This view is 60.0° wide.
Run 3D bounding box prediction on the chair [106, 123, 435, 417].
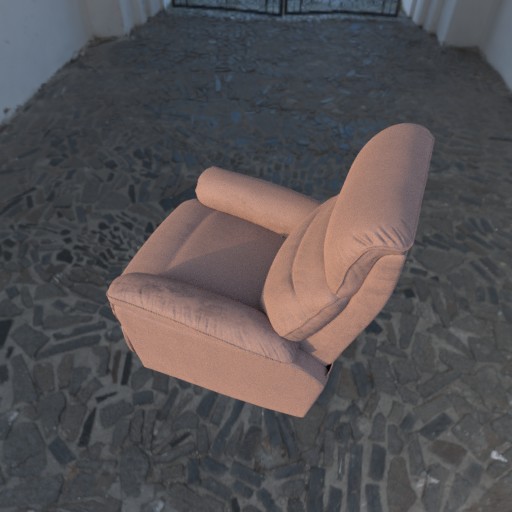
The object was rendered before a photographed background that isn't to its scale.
[{"bbox_3d":[0.000,0.000,1.679,1.004,1.037,0.820,15,47,15],"label":"chair"}]
